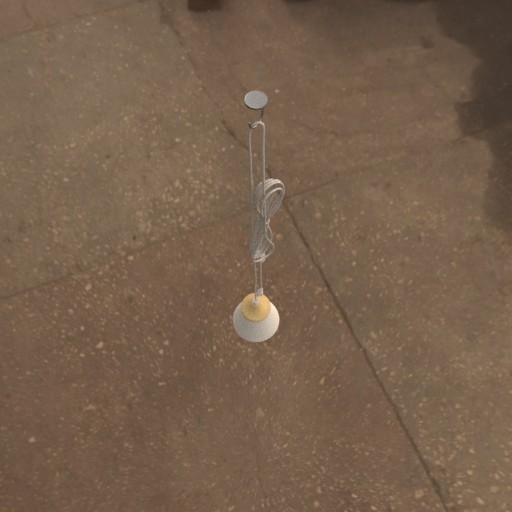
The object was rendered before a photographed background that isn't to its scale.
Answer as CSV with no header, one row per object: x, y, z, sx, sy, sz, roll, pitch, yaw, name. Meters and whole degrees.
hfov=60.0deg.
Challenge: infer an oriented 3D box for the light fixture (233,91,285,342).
0.000,0.000,1.029,0.153,0.966,0.153,-18,66,-9,light fixture
